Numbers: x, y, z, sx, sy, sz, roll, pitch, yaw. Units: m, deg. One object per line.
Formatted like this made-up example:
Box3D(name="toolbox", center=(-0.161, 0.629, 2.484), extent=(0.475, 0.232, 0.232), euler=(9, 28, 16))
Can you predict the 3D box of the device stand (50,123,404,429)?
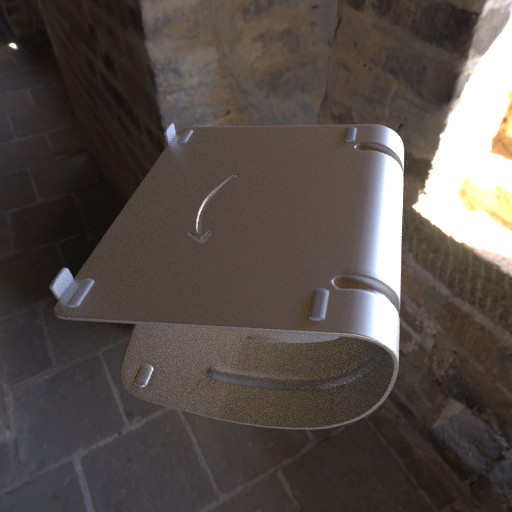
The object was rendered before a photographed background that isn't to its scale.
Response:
Box3D(name="device stand", center=(0.000, 0.000, 0.399), extent=(0.236, 0.155, 0.256), euler=(10, 47, 10))
